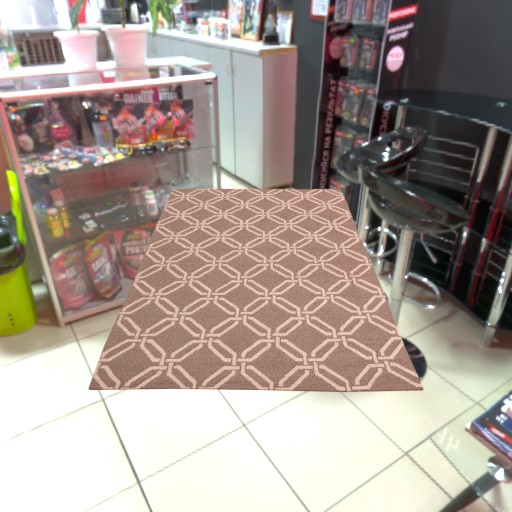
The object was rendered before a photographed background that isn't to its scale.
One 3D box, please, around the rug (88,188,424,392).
[{"bbox_3d":[0.000,0.000,2.231,1.142,0.010,1.748,0,31,0],"label":"rug"}]
